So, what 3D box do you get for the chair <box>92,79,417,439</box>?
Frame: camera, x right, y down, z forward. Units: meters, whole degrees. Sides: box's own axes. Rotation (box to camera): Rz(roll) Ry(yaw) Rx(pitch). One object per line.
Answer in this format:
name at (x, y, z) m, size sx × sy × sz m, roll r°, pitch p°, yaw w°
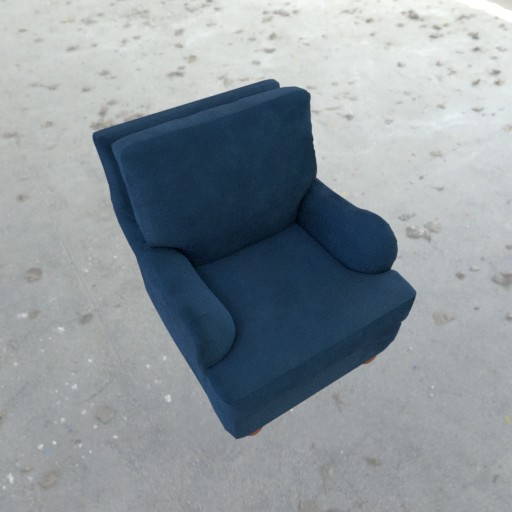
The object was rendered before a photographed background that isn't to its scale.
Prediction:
chair at (0.000, 0.000, 1.869) m, size 0.895 × 1.076 × 1.078 m, roll -25°, pitch 53°, yaw -21°
